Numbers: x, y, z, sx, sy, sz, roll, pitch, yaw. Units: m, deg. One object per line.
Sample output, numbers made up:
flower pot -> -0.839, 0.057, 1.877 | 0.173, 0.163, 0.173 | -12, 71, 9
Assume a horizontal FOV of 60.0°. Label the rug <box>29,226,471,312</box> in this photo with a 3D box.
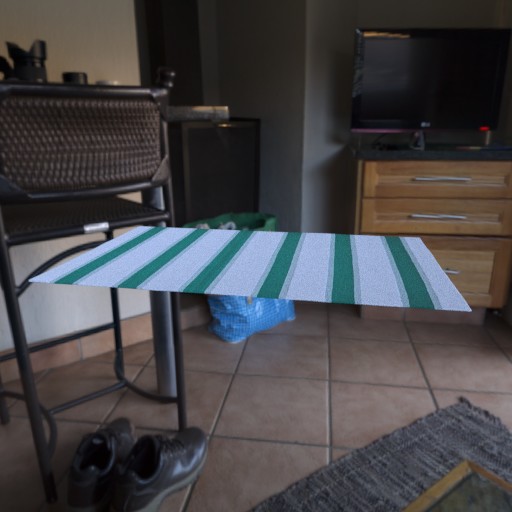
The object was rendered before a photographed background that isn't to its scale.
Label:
rug -> 0.000, 0.000, 3.100 | 2.436, 0.015, 1.521 | 3, 16, 10
